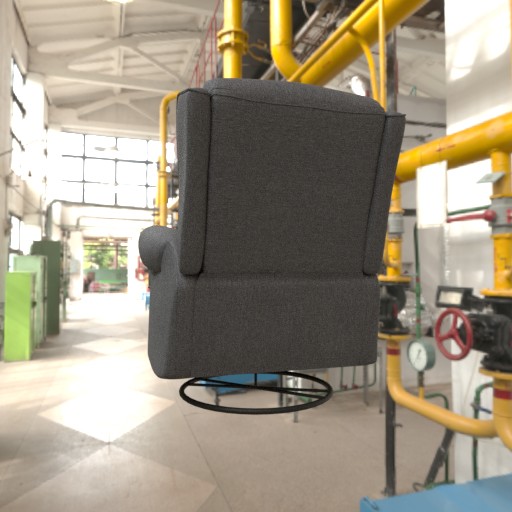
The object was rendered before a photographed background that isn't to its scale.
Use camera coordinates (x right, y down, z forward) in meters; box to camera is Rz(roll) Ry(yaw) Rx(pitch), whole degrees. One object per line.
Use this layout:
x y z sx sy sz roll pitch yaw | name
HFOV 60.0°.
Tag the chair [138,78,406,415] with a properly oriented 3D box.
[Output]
0.000 0.000 1.685 0.847 1.011 0.969 1 -2 -17 | chair
